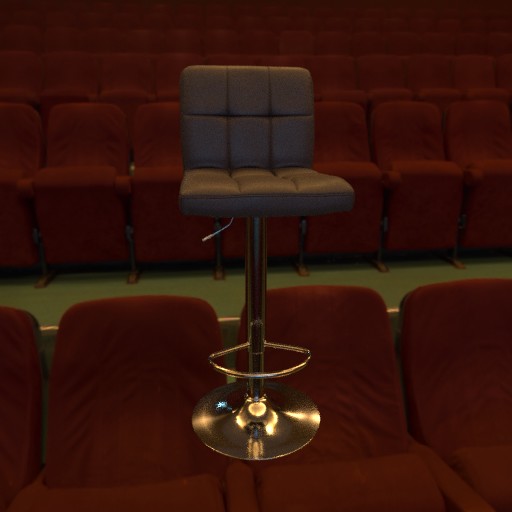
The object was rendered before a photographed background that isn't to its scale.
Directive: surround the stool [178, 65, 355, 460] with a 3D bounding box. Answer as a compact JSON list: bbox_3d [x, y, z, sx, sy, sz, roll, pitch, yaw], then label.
[{"bbox_3d":[0.000,0.000,1.331,0.430,1.115,0.505,-2,16,-7],"label":"stool"}]
